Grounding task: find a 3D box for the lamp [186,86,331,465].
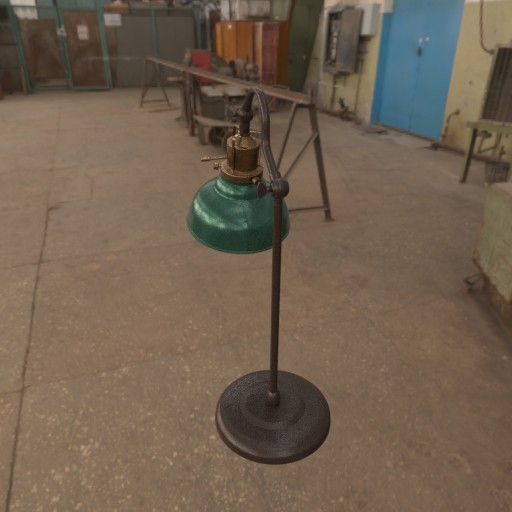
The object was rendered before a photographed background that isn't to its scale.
[{"bbox_3d":[0.000,0.000,0.705,0.192,0.508,0.374,-8,28,-16],"label":"lamp"}]
